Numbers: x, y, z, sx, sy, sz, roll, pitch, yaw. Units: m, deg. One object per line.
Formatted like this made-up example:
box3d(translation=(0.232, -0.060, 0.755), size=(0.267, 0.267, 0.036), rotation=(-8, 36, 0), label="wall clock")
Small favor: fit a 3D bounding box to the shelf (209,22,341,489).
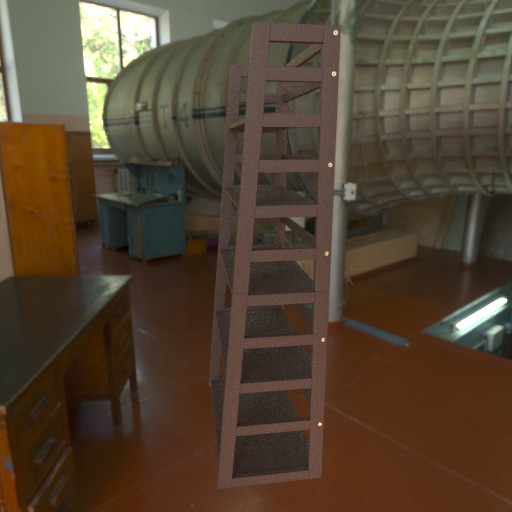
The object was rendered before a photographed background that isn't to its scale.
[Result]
box3d(translation=(0.000, 0.000, 1.859), size=(0.403, 1.600, 0.763), rotation=(-2, 14, -8), label="shelf")
